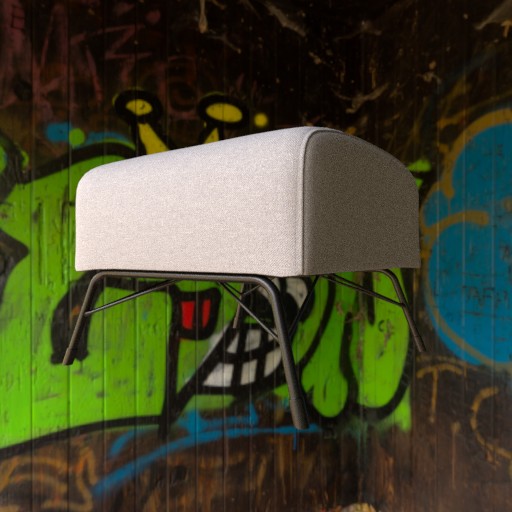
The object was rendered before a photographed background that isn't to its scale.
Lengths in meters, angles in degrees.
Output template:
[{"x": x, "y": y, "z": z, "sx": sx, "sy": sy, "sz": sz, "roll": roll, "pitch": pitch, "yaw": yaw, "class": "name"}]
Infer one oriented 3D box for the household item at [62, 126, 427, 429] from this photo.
[{"x": 0.000, "y": 0.000, "z": 0.894, "sx": 0.530, "sy": 0.410, "sz": 0.530, "roll": 0, "pitch": 0, "yaw": 36, "class": "household item"}]
